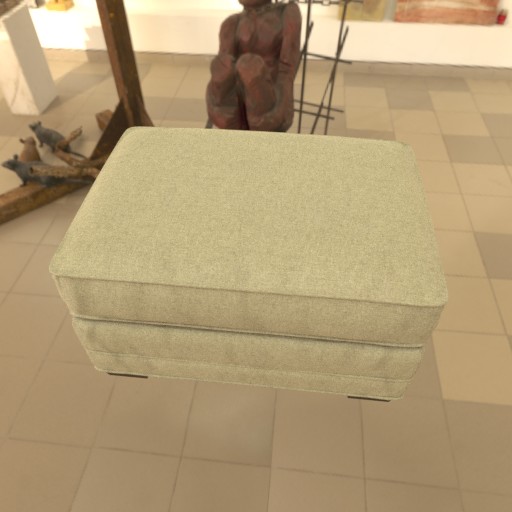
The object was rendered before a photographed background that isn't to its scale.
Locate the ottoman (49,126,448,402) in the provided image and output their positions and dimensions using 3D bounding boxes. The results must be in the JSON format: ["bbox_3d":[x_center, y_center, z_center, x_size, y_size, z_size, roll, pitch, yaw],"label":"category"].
[{"bbox_3d":[0.000,0.000,1.233,0.848,0.508,0.611,4,47,4],"label":"ottoman"}]
